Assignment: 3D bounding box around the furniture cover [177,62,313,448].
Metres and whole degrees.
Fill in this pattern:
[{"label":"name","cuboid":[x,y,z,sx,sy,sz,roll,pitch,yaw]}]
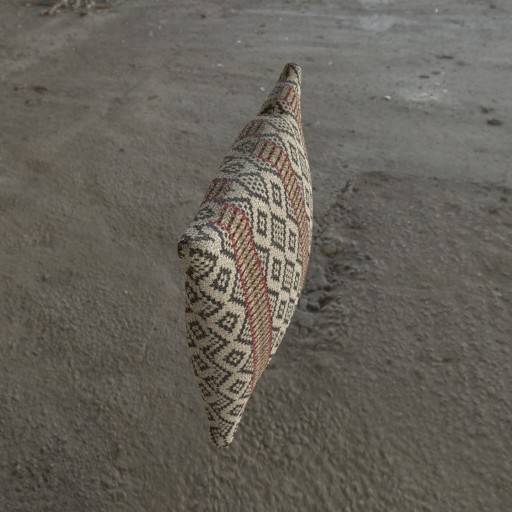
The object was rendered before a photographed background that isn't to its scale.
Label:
[{"label":"furniture cover","cuboid":[0.000,0.000,0.796,0.182,0.506,0.503,11,46,11]}]
